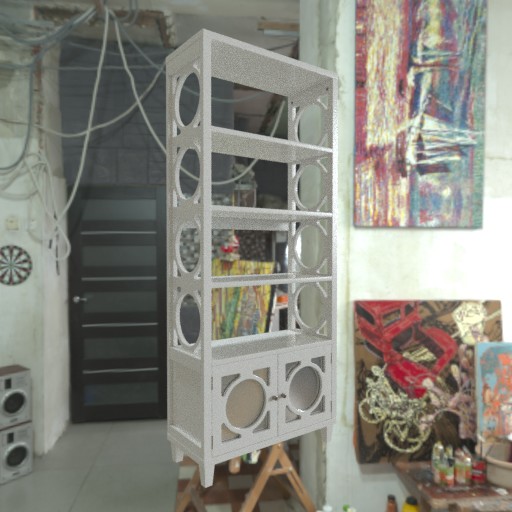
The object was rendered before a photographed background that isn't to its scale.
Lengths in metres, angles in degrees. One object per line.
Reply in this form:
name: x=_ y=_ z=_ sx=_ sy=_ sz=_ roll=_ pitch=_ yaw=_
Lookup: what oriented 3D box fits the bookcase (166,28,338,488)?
bookcase: x=0.000 y=0.000 z=2.100 sx=0.761 sy=1.869 sz=0.361 roll=-1 pitch=1 yaw=-37
